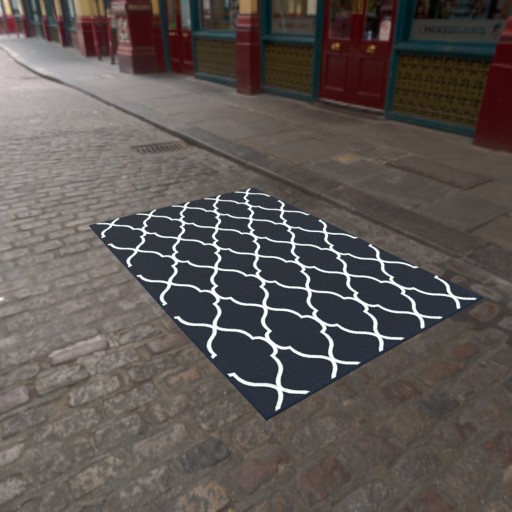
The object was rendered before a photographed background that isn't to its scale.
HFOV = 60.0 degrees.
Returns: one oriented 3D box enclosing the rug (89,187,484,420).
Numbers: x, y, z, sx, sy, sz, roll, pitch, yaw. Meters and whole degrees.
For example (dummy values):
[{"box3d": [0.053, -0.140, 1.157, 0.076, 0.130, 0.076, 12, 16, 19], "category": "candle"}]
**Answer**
[{"box3d": [0.000, 0.000, 2.933, 1.528, 0.014, 2.294, -18, 33, -31], "category": "rug"}]
